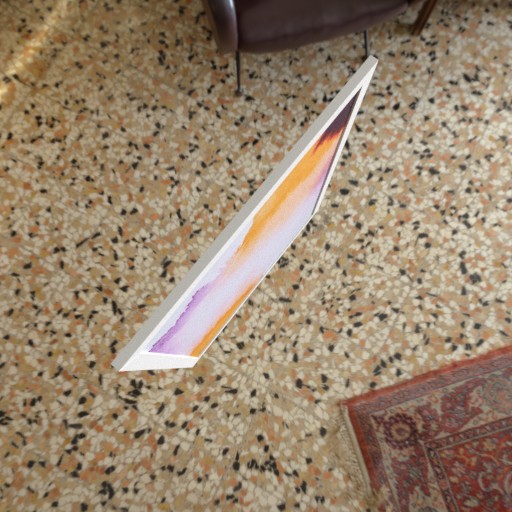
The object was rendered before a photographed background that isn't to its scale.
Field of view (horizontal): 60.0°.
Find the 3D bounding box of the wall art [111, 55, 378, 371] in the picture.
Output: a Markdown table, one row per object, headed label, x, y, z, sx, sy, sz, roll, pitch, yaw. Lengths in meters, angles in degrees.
| label | x | y | z | sx | sy | sz | roll | pitch | yaw |
| --- | --- | --- | --- | --- | --- | --- | --- | --- | --- |
| wall art | 0.000 | 0.000 | 0.783 | 0.012 | 0.557 | 0.482 | 37 | 79 | 8 |
